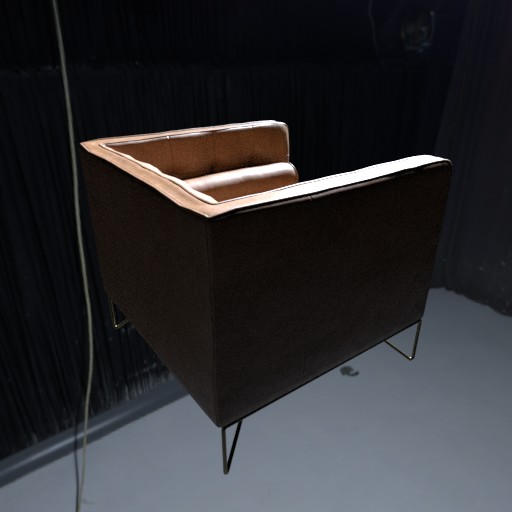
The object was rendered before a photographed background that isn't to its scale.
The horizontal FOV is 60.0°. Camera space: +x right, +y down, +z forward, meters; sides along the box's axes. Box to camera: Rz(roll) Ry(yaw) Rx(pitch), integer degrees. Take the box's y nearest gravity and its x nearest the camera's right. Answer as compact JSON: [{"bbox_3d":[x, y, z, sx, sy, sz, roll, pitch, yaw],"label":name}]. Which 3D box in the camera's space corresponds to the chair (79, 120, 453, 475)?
[{"bbox_3d":[0.000,0.000,1.633,0.912,0.797,0.920,-18,31,-32],"label":"chair"}]
